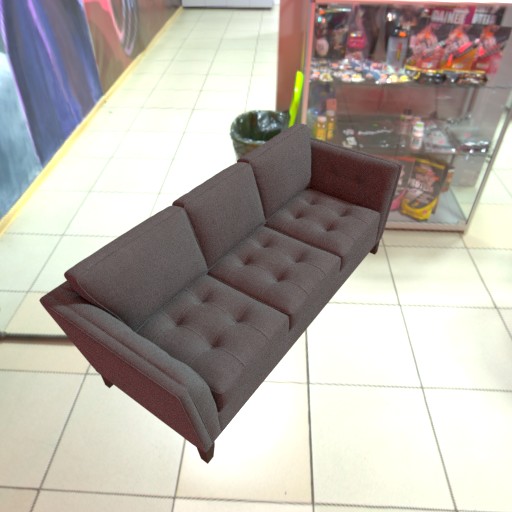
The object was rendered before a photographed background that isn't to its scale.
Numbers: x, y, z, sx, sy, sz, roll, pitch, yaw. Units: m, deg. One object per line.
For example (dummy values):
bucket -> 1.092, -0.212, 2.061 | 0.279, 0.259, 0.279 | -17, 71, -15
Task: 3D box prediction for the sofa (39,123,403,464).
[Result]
sofa -> 0.000, 0.000, 2.925 | 0.965, 0.940, 2.387 | 25, 46, 26
